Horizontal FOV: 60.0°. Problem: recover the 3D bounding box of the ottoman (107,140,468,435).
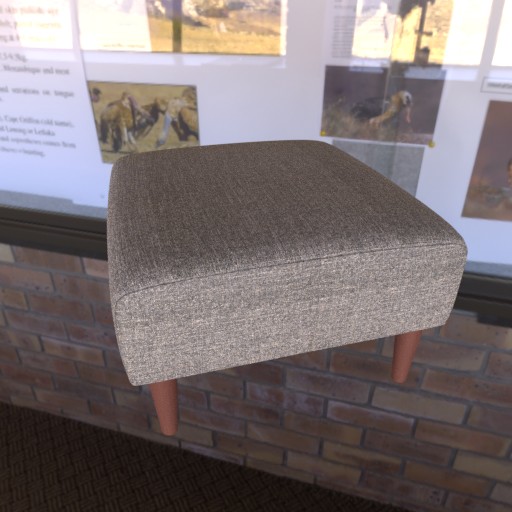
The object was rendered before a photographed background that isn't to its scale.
[{"bbox_3d":[0.000,0.000,1.061,0.648,0.399,0.655,-8,31,-14],"label":"ottoman"}]
